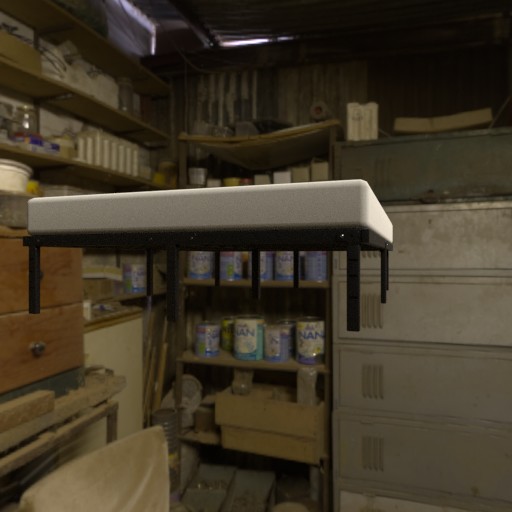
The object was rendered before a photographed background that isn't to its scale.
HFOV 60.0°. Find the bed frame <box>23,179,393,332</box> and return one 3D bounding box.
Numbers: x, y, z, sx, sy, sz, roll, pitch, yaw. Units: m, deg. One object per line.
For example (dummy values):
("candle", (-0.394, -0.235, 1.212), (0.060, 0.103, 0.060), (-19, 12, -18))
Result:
("bed frame", (0.000, 0.000, 3.506), (1.990, 0.680, 2.635), (0, 0, 19))
